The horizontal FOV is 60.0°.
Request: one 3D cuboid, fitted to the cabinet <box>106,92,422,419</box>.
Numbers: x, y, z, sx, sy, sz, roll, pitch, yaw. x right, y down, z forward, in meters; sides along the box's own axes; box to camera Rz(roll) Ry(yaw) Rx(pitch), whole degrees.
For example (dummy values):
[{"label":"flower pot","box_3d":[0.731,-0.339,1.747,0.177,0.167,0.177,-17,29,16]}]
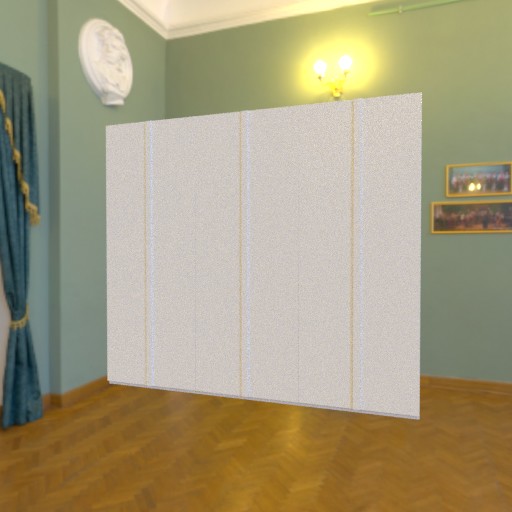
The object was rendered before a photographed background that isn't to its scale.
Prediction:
[{"label":"cabinet","box_3d":[0.000,0.000,3.899,2.700,2.370,0.590,0,1,19]}]
